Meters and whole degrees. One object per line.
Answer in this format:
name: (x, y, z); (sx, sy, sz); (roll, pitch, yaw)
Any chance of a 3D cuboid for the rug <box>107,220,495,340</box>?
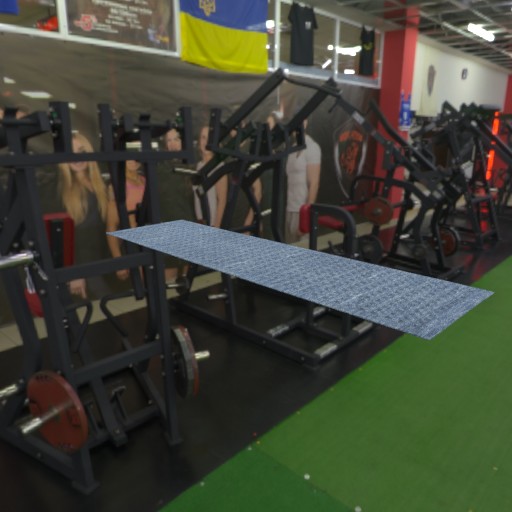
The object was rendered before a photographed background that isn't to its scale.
rug: (0.000, 0.000, 2.653); (0.688, 0.008, 2.443); (-15, 22, -43)
